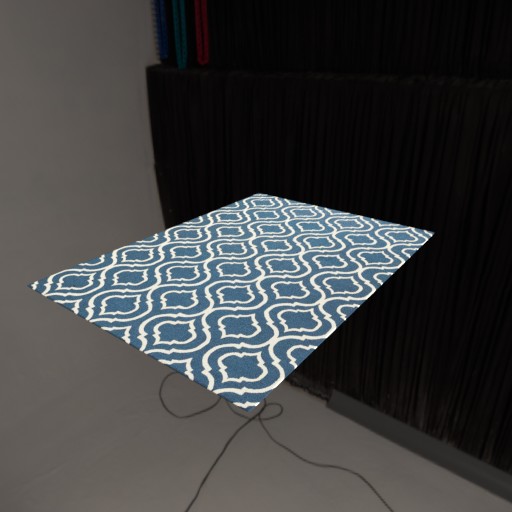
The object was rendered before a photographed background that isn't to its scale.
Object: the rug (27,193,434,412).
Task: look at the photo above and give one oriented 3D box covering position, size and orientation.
[{"bbox_3d":[0.000,0.000,4.377,2.438,0.010,3.353,18,31,33],"label":"rug"}]
